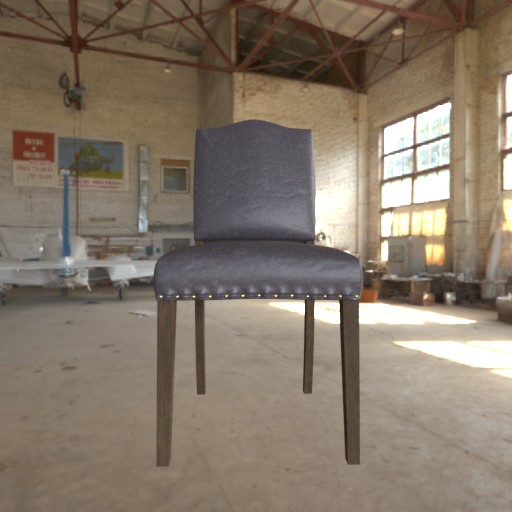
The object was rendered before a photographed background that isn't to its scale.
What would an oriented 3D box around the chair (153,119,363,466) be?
[{"bbox_3d":[0.000,0.000,1.353,0.500,0.991,0.633,0,0,-1],"label":"chair"}]
